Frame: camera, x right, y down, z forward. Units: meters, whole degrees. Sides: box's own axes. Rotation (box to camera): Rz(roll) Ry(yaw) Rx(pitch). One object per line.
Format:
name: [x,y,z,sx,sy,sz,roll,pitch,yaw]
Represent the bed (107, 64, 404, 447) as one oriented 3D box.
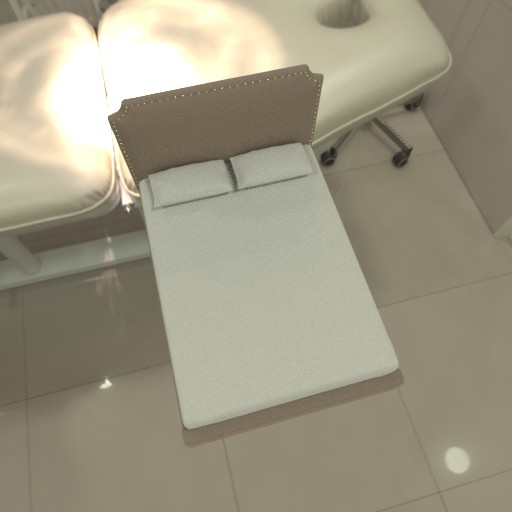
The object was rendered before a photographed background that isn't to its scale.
bed: [0.000,0.000,3.477,1.713,1.443,2.372,-14,65,-7]
